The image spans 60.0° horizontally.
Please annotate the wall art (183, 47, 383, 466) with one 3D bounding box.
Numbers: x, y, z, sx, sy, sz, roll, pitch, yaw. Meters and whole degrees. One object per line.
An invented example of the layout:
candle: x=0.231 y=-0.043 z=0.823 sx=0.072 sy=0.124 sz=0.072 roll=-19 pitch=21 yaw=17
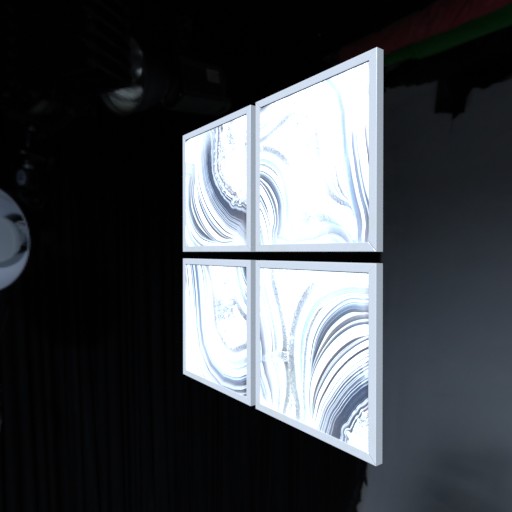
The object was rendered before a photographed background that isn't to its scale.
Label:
wall art: x=0.000 y=0.000 z=1.641 sx=0.029 sy=1.118 sz=1.118 roll=0 pitch=1 yaw=-36
